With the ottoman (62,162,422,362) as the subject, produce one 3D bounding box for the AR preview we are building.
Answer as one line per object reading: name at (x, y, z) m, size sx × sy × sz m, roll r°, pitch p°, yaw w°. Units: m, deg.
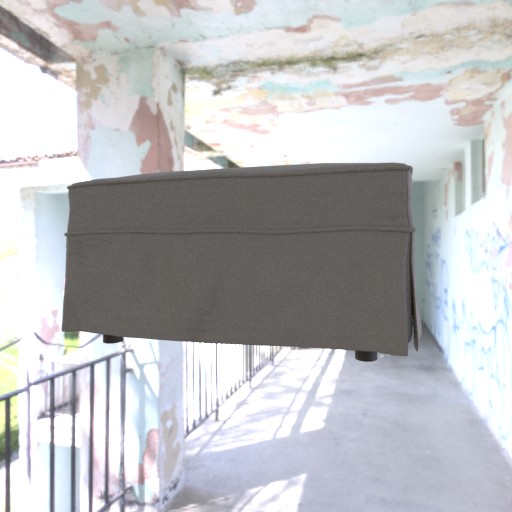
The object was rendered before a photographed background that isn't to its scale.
ottoman at (0.000, 0.000, 1.369) m, size 0.944 × 0.479 × 0.703 m, roll 0°, pitch 0°, yaw 17°
